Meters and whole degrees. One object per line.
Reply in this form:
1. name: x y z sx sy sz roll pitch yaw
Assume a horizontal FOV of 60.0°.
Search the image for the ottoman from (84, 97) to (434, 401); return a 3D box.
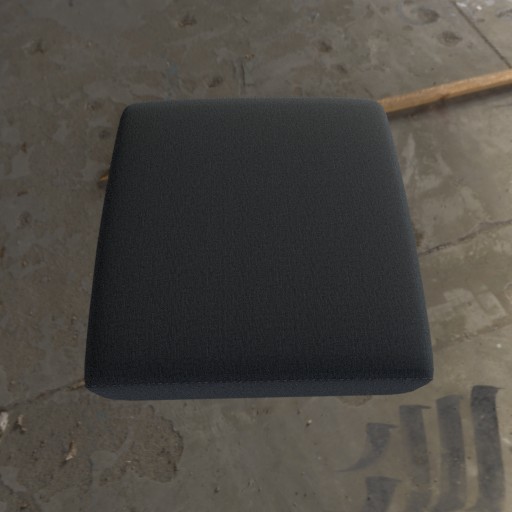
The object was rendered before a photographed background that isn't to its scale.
1. ottoman: 0.000 0.000 1.042 0.649 0.398 0.650 -1 64 0
